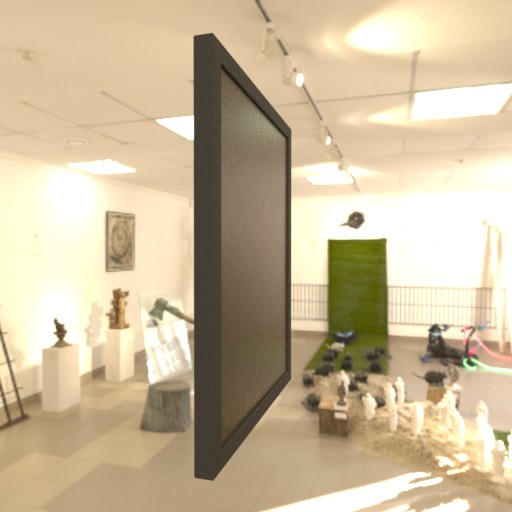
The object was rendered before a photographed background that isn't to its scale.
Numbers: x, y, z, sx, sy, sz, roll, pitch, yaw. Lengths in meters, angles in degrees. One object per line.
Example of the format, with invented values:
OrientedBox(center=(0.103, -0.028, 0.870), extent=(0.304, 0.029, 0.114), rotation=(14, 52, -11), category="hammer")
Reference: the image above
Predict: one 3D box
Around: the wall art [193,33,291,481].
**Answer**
OrientedBox(center=(0.000, 0.000, 0.774), extent=(0.028, 0.558, 0.457), rotation=(0, 1, 17), category="wall art")
